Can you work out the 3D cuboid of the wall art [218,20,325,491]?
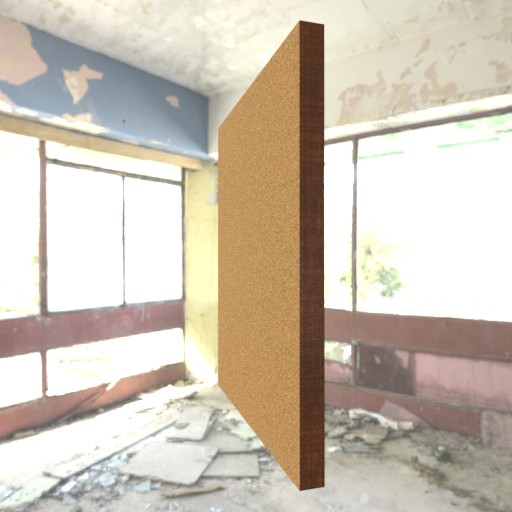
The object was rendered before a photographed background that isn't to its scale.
[{"bbox_3d":[0.000,0.000,0.762,0.033,0.567,0.467,0,0,-17],"label":"wall art"}]
